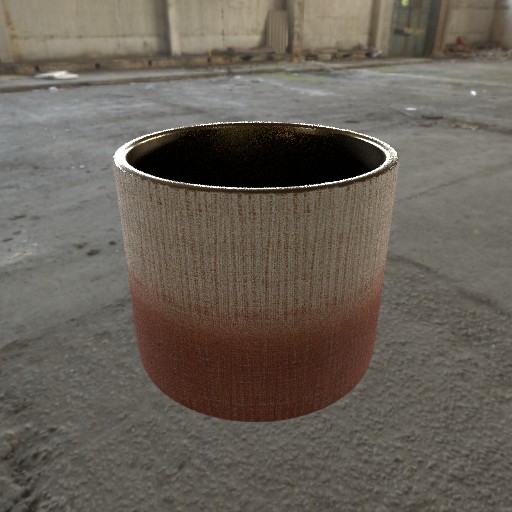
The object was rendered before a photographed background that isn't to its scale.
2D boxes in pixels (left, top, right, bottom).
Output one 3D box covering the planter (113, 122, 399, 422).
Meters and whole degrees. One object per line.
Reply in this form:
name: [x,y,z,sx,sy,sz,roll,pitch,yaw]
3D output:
planter: [0.000,0.000,0.449,0.254,0.221,0.254,0,27,0]
